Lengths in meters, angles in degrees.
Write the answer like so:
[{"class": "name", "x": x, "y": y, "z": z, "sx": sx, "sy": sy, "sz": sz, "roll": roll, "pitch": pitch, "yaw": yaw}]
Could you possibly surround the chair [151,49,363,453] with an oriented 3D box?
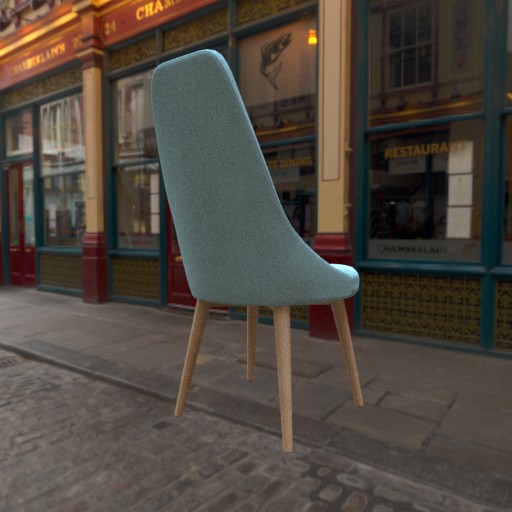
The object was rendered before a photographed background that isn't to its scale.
[{"class": "chair", "x": 0.000, "y": 0.000, "z": 1.408, "sx": 0.510, "sy": 1.040, "sz": 0.660, "roll": 2, "pitch": 3, "yaw": 36}]
